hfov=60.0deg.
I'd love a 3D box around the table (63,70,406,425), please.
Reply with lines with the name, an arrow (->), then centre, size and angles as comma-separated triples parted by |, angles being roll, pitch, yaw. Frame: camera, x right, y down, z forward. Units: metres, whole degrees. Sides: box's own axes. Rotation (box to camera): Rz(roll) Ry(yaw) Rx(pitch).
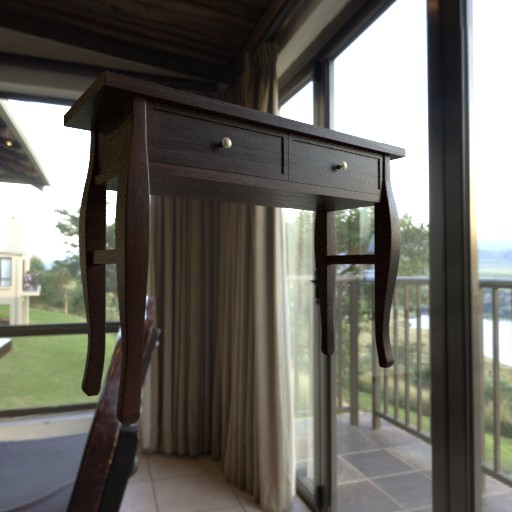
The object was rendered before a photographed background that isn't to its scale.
table -> 0.000, 0.000, 1.389 | 1.062, 0.768, 0.373 | 1, -1, -37
